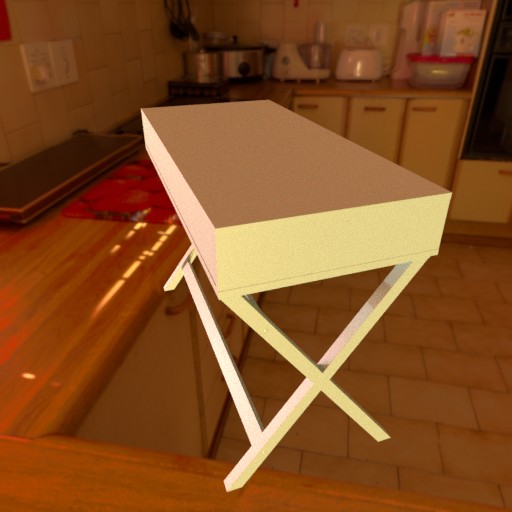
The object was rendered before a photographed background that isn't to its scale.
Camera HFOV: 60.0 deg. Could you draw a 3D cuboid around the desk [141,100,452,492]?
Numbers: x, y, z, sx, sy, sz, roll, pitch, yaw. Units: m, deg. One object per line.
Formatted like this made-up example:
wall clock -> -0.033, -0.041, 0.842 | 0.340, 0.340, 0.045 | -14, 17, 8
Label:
desk -> 0.000, 0.000, 1.469 | 0.525, 0.780, 1.057 | -10, 31, -17
